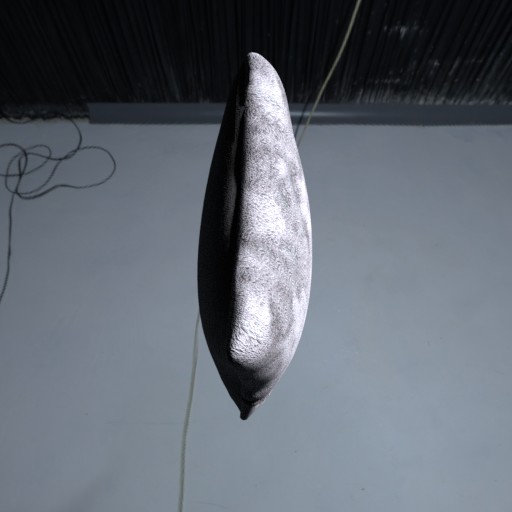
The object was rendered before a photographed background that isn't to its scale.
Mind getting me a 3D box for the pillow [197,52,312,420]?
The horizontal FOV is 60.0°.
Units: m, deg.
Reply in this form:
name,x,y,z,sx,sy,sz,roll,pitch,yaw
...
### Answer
name,x,y,z,sx,sy,sz,roll,pitch,yaw
pillow,0.000,0.000,0.826,0.204,0.520,0.522,1,63,1
